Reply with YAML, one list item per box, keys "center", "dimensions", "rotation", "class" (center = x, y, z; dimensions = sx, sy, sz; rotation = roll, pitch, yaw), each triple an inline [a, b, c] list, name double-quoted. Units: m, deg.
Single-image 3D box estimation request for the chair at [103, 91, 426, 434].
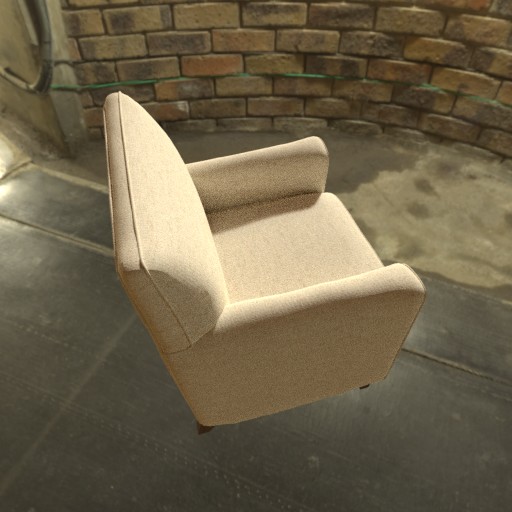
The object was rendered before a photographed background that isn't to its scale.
- center: [0.000, 0.000, 1.569]
  dimensions: [0.823, 0.943, 0.870]
  rotation: [-11, 47, -11]
  class: "chair"
